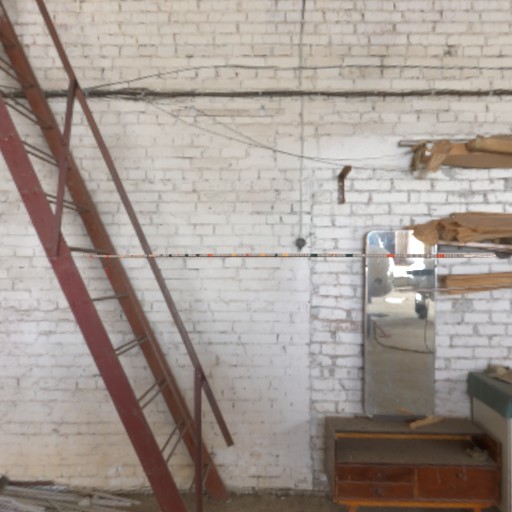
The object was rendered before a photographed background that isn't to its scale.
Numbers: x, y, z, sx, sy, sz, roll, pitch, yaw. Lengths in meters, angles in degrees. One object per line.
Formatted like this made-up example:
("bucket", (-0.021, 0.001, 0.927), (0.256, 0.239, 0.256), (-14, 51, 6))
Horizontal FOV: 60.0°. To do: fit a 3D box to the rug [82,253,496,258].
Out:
("rug", (0.000, 0.000, 2.616), (2.419, 0.022, 0.744), (0, 0, 36))
